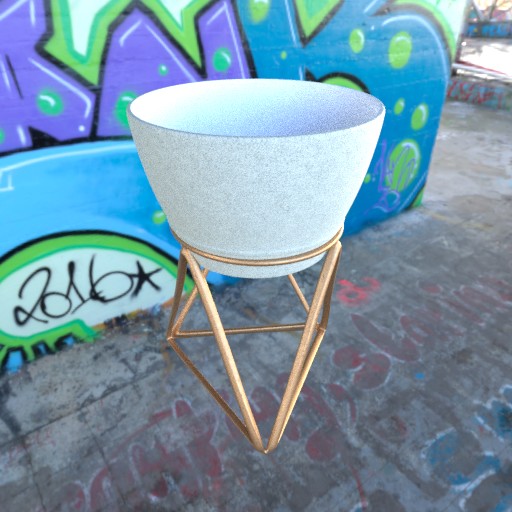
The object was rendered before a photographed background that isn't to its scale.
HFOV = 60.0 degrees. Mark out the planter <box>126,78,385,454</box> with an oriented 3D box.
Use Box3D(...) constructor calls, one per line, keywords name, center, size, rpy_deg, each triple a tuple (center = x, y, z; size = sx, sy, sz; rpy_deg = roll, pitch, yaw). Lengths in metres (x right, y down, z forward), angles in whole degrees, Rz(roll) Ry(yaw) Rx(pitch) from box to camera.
Box3D(name="planter", center=(0.000, 0.000, 0.746), size=(0.350, 0.504, 0.350), rpy_deg=(-21, 37, -31))
